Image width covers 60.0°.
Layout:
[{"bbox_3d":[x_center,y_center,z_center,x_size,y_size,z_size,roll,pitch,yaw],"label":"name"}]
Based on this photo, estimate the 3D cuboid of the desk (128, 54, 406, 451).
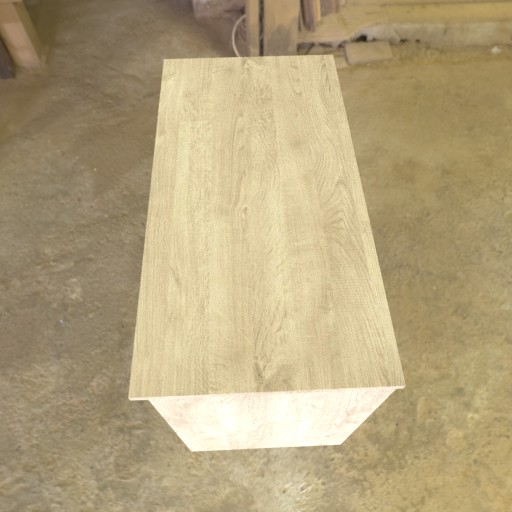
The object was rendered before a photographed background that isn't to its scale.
[{"bbox_3d":[0.000,0.000,1.493,0.560,0.735,1.097,-2,58,-1],"label":"desk"}]
